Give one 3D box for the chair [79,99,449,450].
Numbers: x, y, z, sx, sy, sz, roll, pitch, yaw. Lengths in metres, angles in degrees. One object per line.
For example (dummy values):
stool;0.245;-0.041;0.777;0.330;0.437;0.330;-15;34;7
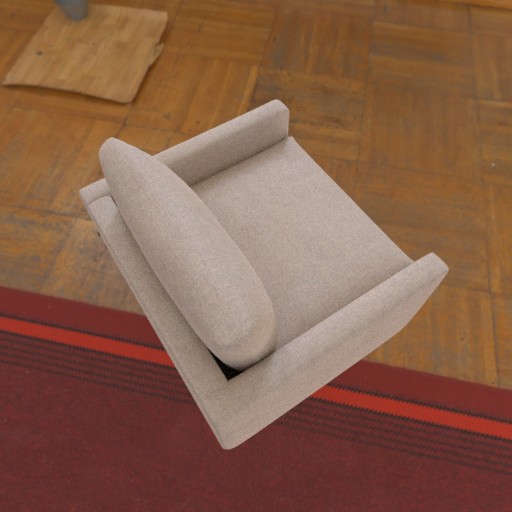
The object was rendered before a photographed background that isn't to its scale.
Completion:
chair;0.000;0.000;1.607;0.866;0.861;0.963;-30;64;-16
